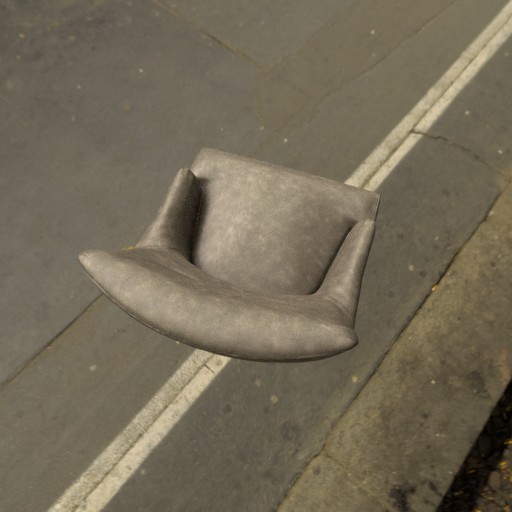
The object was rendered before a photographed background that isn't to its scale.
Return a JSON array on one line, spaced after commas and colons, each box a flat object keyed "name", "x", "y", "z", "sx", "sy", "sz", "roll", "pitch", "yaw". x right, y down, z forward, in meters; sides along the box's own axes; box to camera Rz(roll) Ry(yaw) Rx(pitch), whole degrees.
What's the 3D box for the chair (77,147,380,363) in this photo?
[{"name": "chair", "x": 0.000, "y": 0.000, "z": 1.518, "sx": 0.738, "sy": 0.870, "sz": 0.874, "roll": 17, "pitch": 65, "yaw": 8}]
